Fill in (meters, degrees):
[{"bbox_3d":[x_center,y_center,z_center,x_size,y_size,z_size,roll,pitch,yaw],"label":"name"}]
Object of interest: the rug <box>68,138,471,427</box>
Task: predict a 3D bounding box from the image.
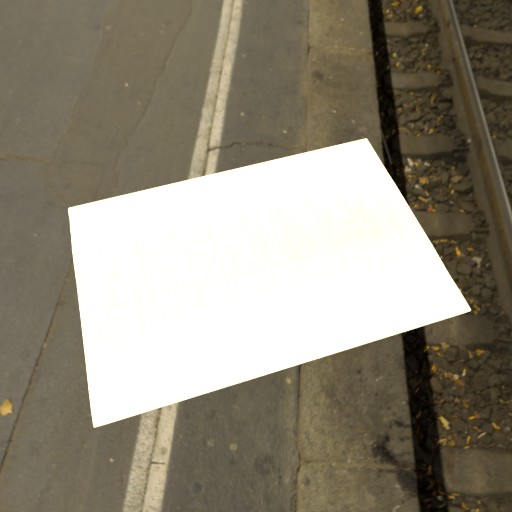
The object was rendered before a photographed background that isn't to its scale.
[{"bbox_3d":[0.000,0.000,2.347,1.850,0.006,1.234,-15,60,-9],"label":"rug"}]
